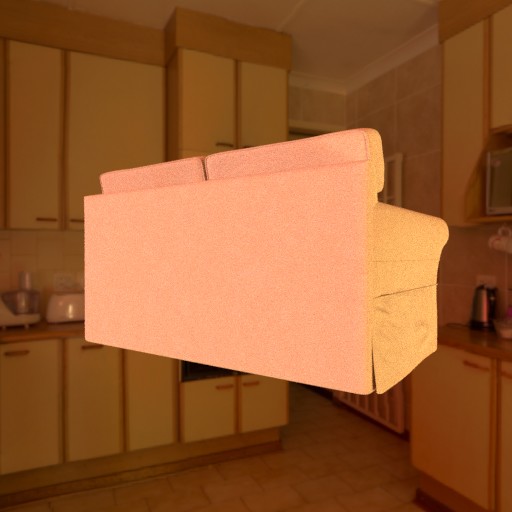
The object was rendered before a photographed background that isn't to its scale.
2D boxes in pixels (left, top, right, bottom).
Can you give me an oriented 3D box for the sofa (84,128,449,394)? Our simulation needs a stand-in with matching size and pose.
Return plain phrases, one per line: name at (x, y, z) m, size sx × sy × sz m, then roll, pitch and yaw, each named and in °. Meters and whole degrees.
sofa at (0.000, 0.000, 2.350) m, size 1.727 × 0.940 × 0.991 m, roll 0°, pitch 0°, yaw 36°
